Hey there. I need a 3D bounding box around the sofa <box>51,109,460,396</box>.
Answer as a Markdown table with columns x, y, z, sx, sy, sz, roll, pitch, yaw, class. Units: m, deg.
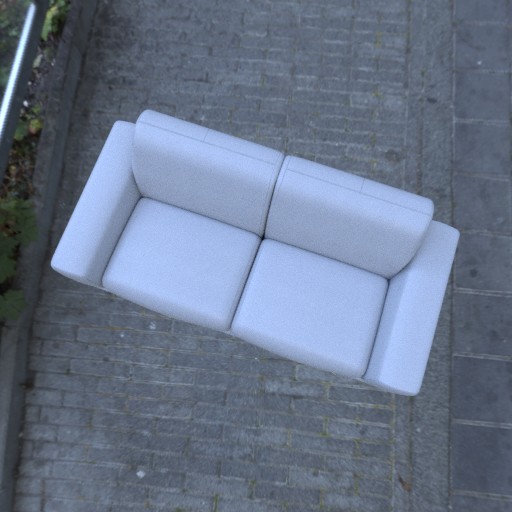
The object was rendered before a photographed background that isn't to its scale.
| x | y | z | sx | sy | sz | roll | pitch | yaw | class |
| --- | --- | --- | --- | --- | --- | --- | --- | --- | --- |
| 0.000 | 0.000 | 2.360 | 1.901 | 0.772 | 0.900 | 19 | 78 | 4 | sofa |
